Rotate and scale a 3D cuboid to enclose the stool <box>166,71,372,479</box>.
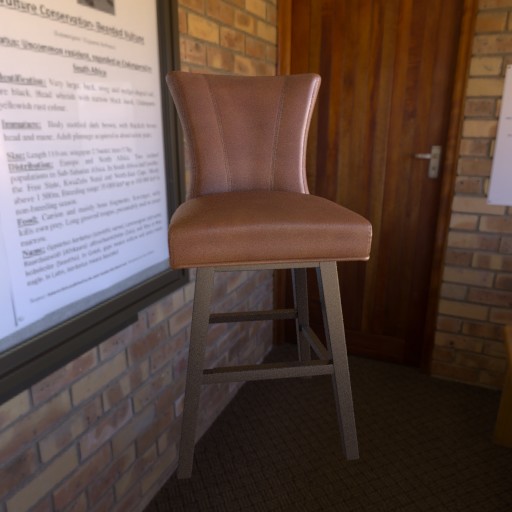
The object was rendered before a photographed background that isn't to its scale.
[{"bbox_3d":[0.000,0.000,1.363,0.522,1.094,0.585,-2,17,-8],"label":"stool"}]
